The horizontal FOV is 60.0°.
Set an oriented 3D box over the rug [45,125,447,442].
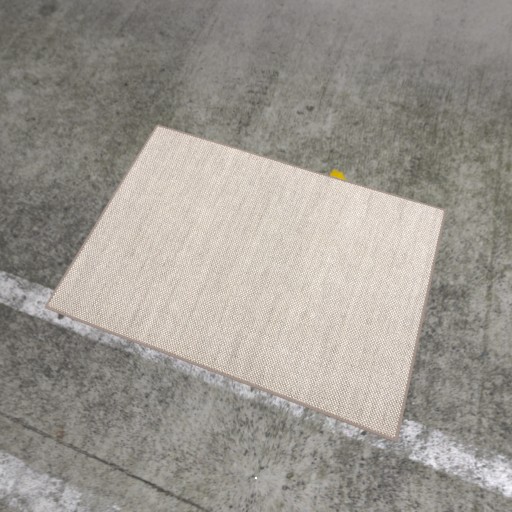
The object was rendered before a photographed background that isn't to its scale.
[{"bbox_3d":[0.000,0.000,2.762,2.115,0.013,1.517,18,65,9],"label":"rug"}]
